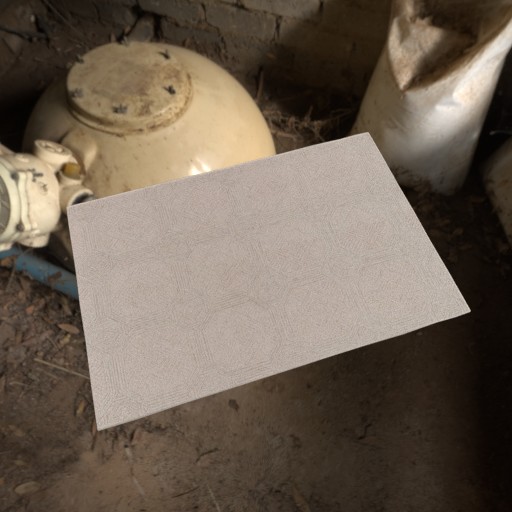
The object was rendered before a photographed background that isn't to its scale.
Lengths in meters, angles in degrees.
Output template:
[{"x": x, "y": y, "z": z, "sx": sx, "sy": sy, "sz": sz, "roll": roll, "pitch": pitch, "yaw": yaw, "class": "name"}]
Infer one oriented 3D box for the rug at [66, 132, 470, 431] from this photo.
[{"x": 0.000, "y": 0.000, "z": 2.330, "sx": 1.839, "sy": 0.009, "sz": 1.236, "roll": -16, "pitch": 63, "yaw": -8, "class": "rug"}]
